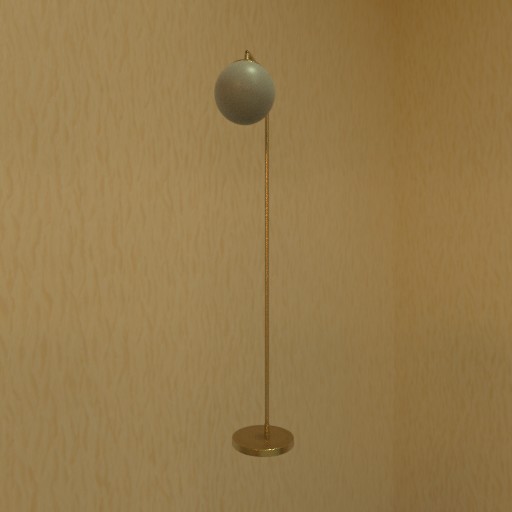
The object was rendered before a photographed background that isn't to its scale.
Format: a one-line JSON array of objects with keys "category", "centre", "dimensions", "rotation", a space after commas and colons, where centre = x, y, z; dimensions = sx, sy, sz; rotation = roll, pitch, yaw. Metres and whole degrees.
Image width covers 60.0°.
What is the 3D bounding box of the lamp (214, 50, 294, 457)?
[{"category": "lamp", "centre": [0.000, 0.000, 1.700], "dimensions": [0.249, 1.505, 0.476], "rotation": [0, 0, 18]}]
